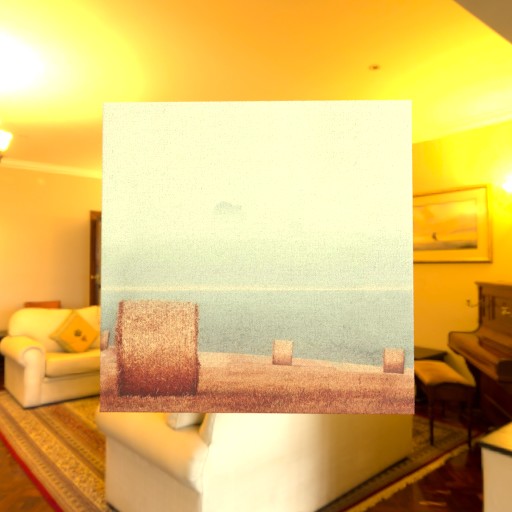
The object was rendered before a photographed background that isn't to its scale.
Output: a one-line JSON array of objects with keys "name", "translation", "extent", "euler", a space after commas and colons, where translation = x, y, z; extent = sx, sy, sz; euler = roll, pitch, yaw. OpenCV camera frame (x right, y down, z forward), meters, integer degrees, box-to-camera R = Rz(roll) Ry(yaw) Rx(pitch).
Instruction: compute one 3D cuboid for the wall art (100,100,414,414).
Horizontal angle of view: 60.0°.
[{"name": "wall art", "translation": [0.000, 0.000, 0.874], "extent": [0.605, 0.605, 0.034], "euler": [0, -2, 1]}]
